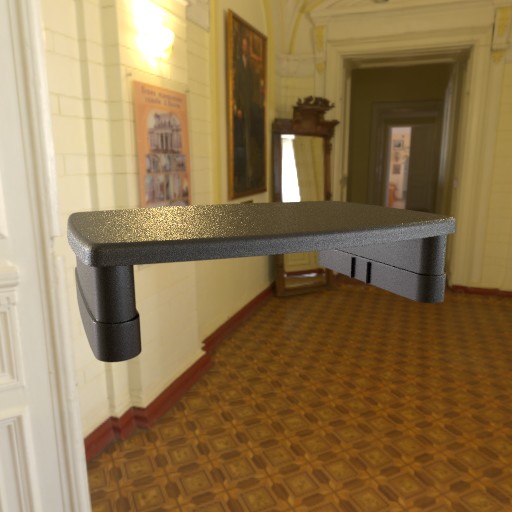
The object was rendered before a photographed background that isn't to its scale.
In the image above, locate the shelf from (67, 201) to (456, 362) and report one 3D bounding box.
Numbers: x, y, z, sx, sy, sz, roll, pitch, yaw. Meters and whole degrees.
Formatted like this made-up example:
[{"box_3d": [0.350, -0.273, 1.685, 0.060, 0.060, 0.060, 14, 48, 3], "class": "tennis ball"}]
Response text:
[{"box_3d": [0.000, 0.000, 0.530, 0.410, 0.100, 0.280, -6, 13, -25], "class": "shelf"}]
